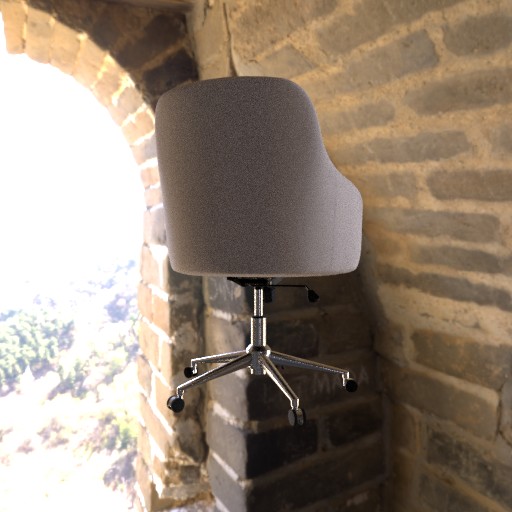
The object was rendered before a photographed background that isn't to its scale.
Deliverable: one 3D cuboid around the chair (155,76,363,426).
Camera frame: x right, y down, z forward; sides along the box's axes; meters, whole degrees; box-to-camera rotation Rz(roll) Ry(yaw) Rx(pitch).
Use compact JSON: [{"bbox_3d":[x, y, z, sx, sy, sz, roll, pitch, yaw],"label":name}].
[{"bbox_3d":[0.000,0.000,1.314,0.602,0.819,0.647,0,0,17],"label":"chair"}]
